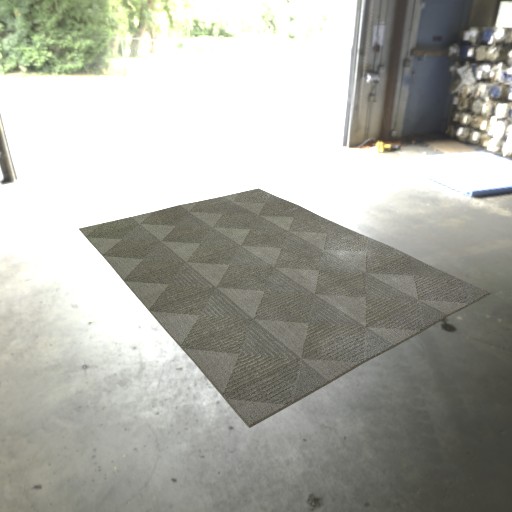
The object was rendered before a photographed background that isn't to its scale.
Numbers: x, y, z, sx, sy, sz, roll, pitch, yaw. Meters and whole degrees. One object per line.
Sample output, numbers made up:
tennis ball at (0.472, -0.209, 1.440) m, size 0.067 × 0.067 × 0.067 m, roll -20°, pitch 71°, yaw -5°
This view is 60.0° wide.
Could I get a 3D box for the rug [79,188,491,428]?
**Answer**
rug at (0.000, 0.000, 4.267) m, size 2.428 × 0.027 × 3.333 m, roll -18°, pitch 32°, yaw -31°
